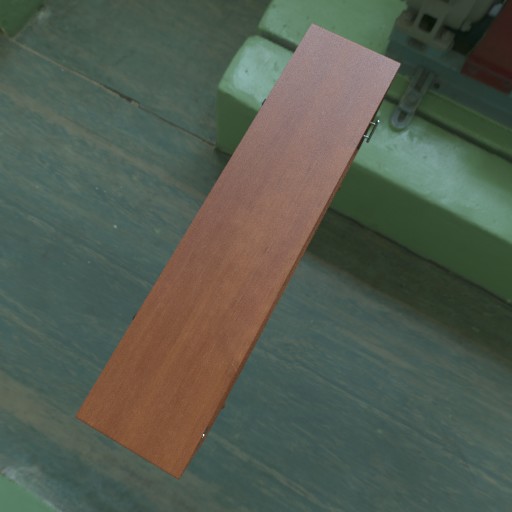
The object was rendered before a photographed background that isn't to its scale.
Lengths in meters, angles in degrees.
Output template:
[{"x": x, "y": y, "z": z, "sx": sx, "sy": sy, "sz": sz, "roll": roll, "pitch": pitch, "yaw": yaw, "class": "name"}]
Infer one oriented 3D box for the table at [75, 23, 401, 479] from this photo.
[{"x": 0.000, "y": 0.000, "z": 1.473, "sx": 0.308, "sy": 0.698, "sz": 1.220, "roll": 28, "pitch": 78, "yaw": 6, "class": "table"}]
